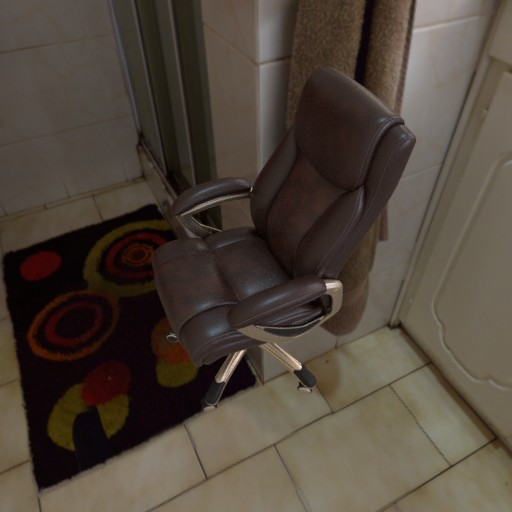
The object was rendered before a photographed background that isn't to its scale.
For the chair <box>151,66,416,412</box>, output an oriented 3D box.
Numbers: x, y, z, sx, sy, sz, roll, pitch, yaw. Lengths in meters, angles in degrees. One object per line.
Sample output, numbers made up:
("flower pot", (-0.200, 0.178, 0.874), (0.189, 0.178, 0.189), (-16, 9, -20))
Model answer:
("chair", (0.000, 0.000, 1.655), (0.749, 1.194, 0.692), (-18, 49, -17))
